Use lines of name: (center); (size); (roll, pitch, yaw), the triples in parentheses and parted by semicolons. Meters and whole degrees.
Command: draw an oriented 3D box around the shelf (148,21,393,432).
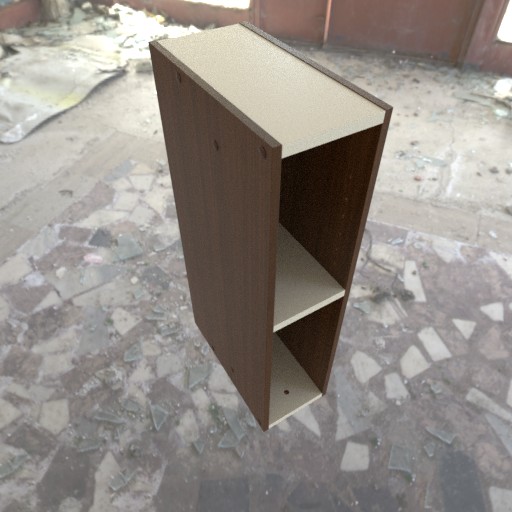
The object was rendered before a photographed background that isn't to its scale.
shelf: (0.000, 0.000, 0.715); (0.147, 0.600, 0.290); (-24, 50, -21)
